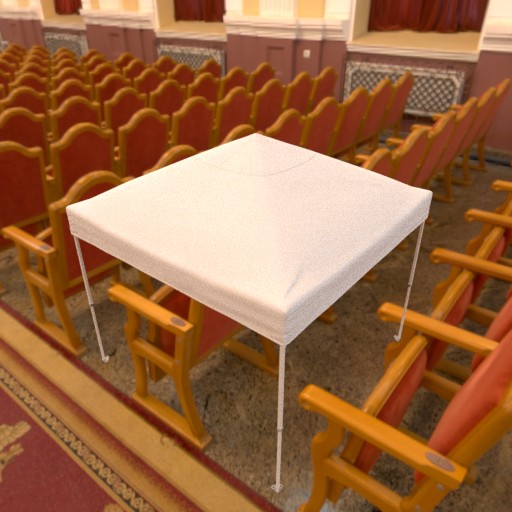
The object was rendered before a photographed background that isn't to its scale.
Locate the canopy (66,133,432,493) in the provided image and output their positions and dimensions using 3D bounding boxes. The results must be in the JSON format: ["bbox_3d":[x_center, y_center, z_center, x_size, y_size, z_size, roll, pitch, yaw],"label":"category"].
[{"bbox_3d":[0.000,0.000,5.422,2.996,2.997,2.998,22,37,33],"label":"canopy"}]
